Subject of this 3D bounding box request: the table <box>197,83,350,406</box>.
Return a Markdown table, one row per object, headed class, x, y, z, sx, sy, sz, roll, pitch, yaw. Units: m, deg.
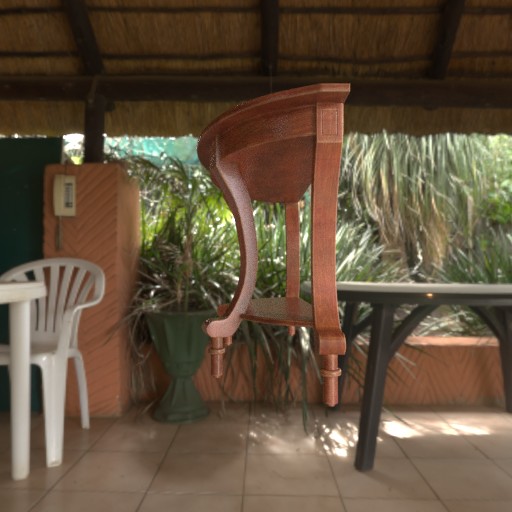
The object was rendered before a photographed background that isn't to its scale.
| class | x | y | z | sx | sy | sz | roll | pitch | yaw |
| --- | --- | --- | --- | --- | --- | --- | --- | --- | --- |
| table | 0.000 | 0.000 | 1.526 | 0.394 | 0.699 | 1.198 | 0 | -2 | 0 |
